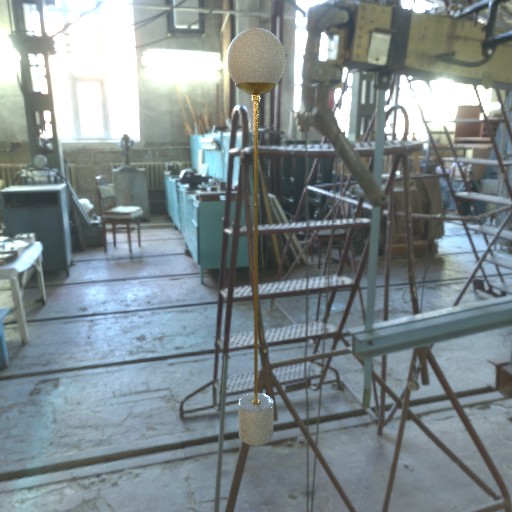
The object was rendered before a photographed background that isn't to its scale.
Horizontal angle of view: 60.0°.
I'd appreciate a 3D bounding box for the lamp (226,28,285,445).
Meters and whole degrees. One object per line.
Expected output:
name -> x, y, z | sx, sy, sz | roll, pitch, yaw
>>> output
lamp -> 0.000, 0.000, 1.877 | 0.224, 1.753, 0.224 | 8, 17, 28
